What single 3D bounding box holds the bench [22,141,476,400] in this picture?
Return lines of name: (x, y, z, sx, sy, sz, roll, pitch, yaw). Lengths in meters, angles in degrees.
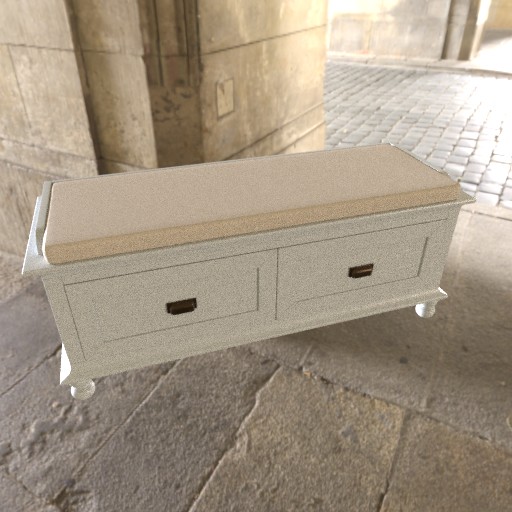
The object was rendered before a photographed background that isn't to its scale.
bench: (0.000, 0.000, 1.367, 1.185, 0.486, 0.402, -10, 34, -15)
